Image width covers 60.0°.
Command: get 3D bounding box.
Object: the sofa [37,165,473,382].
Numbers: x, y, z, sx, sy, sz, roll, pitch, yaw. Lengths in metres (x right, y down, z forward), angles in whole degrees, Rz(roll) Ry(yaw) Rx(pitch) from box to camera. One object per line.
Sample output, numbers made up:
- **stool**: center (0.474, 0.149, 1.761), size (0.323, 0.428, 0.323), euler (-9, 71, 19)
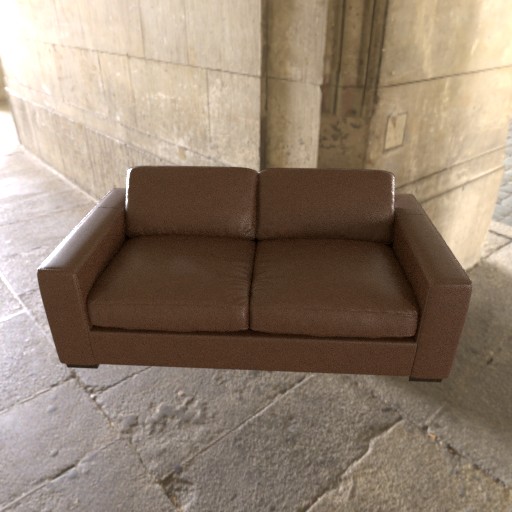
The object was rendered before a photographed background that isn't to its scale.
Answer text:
- **sofa**: center (0.000, 0.000, 2.431), size (1.920, 0.800, 1.070), euler (2, 29, 3)
